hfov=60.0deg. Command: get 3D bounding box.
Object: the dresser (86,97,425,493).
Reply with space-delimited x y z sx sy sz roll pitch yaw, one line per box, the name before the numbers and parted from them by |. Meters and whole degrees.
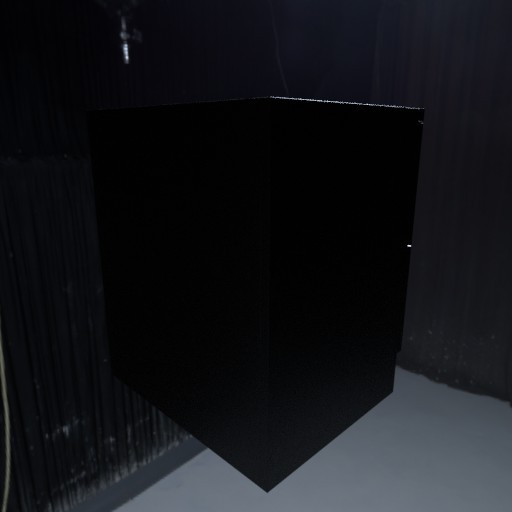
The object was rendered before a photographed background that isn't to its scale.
dresser | 0.000 0.000 0.750 0.400 0.470 0.360 15 22 43
